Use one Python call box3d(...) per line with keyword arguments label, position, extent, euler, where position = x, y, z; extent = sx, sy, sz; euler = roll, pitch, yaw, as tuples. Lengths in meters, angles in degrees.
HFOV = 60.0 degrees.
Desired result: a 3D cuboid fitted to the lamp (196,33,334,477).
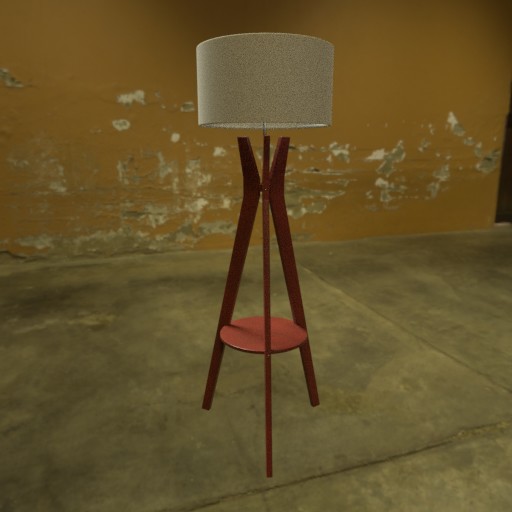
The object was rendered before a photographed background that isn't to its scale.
box3d(label="lamp", position=(0.000, 0.000, 1.722), extent=(0.542, 1.472, 0.539), euler=(7, 15, 26))
